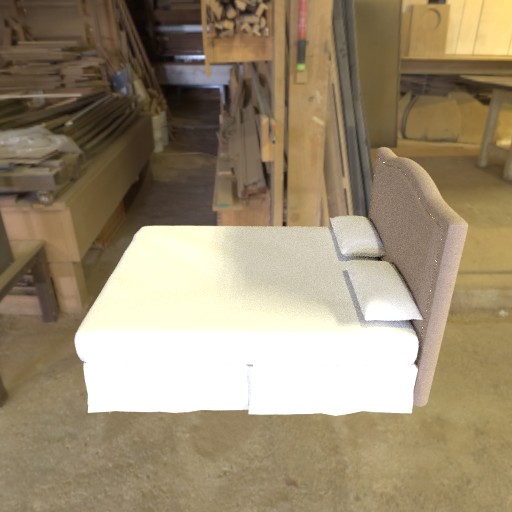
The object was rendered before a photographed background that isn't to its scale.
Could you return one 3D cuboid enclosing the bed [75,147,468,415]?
[{"bbox_3d":[0.000,0.000,3.394,2.282,1.436,1.821,0,27,1],"label":"bed"}]
